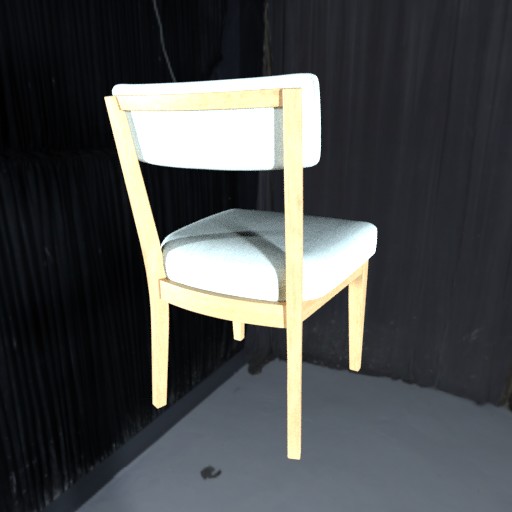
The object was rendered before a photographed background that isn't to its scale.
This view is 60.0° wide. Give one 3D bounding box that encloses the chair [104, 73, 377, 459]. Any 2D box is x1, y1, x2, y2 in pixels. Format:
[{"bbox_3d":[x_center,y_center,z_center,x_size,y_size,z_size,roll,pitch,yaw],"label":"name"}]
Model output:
[{"bbox_3d":[0.000,0.000,1.169,0.508,0.832,0.572,9,18,28],"label":"chair"}]
